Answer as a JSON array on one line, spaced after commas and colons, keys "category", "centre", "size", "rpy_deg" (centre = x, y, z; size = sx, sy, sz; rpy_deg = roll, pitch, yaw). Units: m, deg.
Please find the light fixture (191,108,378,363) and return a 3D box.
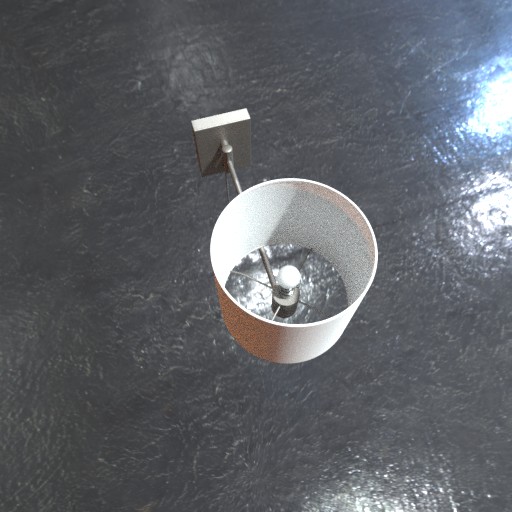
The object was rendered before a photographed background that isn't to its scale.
[{"category": "light fixture", "centre": [0.000, 0.000, 0.897], "size": [0.203, 0.651, 0.516], "rpy_deg": [-15, 64, -8]}]
